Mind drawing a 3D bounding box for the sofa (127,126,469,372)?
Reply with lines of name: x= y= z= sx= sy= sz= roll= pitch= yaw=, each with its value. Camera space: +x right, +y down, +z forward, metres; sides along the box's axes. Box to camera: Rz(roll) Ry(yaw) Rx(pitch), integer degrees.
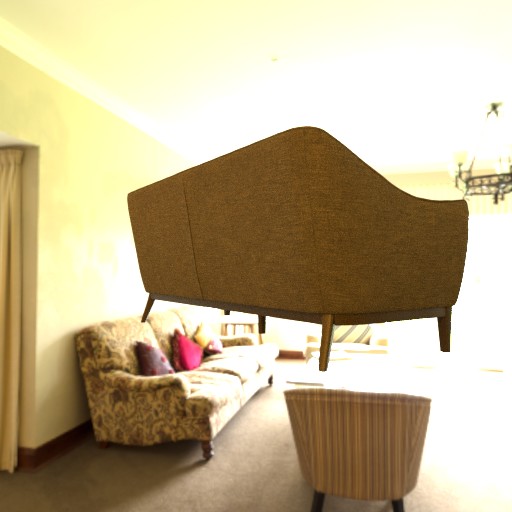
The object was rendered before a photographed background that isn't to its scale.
sofa: x=0.000 y=0.000 z=2.361 sx=0.867 sy=0.829 sz=1.928 roll=1 pitch=-2 yaw=-35
